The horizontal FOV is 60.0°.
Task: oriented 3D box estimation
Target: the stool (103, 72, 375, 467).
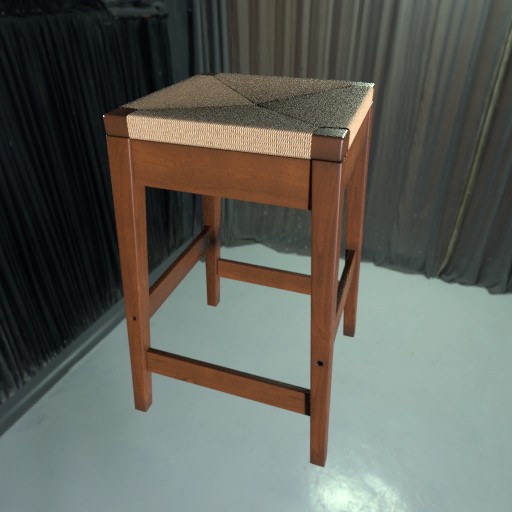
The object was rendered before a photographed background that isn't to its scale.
[{"bbox_3d":[0.000,0.000,1.094,0.507,0.762,0.497,10,34,16],"label":"stool"}]
